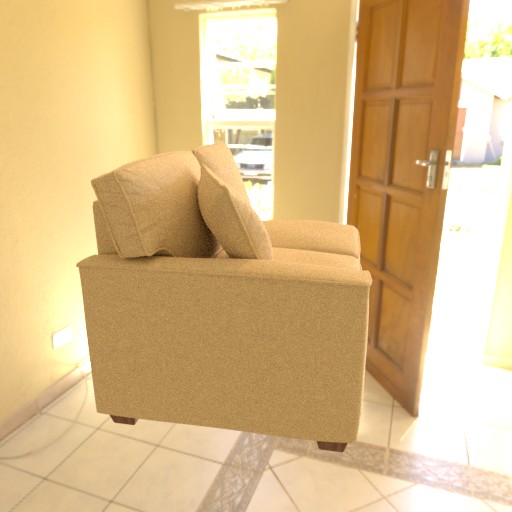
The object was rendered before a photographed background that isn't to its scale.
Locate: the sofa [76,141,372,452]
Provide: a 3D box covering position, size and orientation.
[{"bbox_3d":[0.000,0.000,2.086,0.991,0.989,1.388,3,17,10],"label":"sofa"}]
